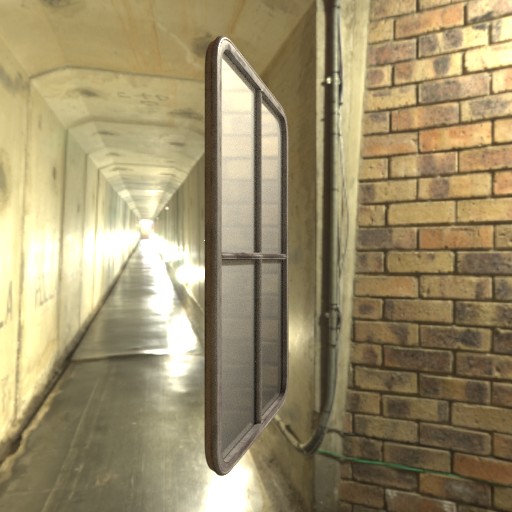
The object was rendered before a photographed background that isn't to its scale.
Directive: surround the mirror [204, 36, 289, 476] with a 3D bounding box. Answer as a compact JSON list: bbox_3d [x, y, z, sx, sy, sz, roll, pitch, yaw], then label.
[{"bbox_3d":[0.000,0.000,0.893,0.024,0.713,0.461,0,0,18],"label":"mirror"}]
